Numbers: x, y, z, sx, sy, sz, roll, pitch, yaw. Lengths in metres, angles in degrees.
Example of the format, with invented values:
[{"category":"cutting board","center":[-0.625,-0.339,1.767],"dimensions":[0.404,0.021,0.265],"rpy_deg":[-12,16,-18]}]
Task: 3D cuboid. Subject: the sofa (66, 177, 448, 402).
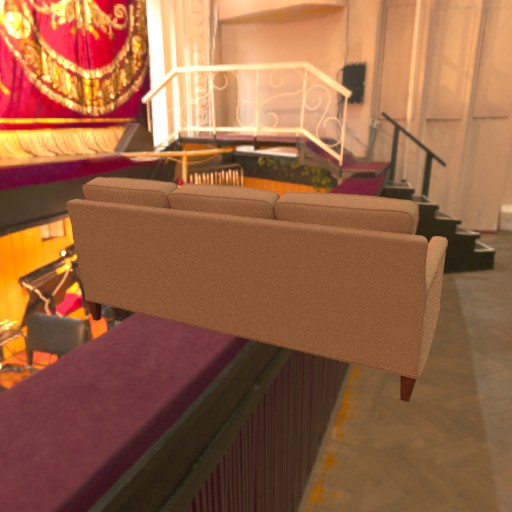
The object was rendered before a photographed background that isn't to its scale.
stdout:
[{"category":"sofa","center":[0.000,0.000,2.892],"dimensions":[2.246,1.003,1.084],"rpy_deg":[8,19,25]}]
